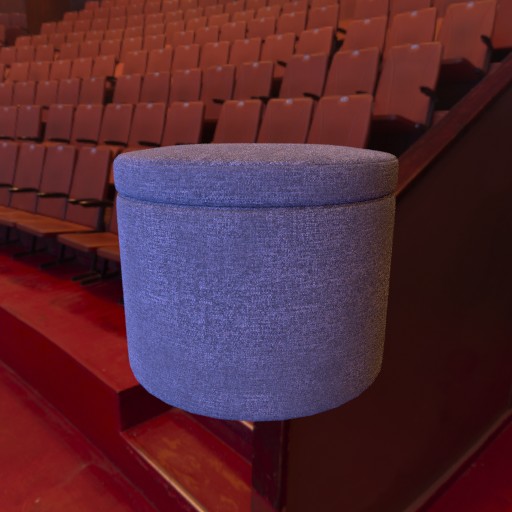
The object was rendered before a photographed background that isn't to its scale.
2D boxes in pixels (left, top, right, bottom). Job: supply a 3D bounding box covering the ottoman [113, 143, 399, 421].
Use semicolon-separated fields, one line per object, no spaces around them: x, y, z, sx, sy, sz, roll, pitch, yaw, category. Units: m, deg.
0.000;0.000;0.857;0.500;0.419;0.500;0;15;0;ottoman
